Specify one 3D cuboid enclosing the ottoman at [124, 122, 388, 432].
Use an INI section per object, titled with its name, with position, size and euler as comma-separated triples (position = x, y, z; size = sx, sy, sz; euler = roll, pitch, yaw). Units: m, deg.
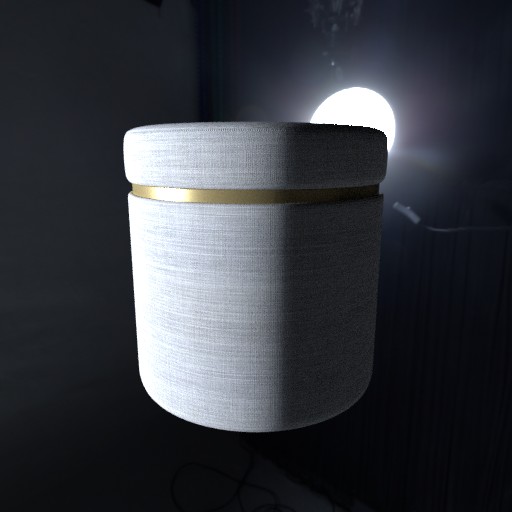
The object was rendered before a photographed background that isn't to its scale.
[ottoman]
position = 0.000, 0.000, 0.737
size = 0.400, 0.406, 0.400
euler = 0, 13, 0
